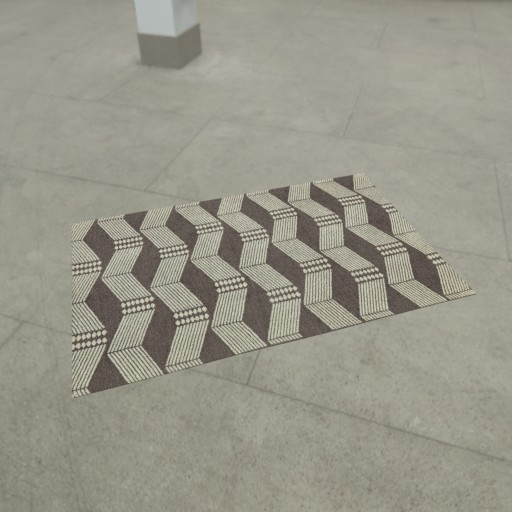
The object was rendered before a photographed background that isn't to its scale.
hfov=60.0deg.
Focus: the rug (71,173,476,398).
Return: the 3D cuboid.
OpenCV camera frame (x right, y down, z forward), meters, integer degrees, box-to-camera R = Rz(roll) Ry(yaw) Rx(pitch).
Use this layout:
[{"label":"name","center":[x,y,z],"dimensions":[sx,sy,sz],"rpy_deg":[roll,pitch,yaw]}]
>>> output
[{"label":"rug","center":[0.000,0.000,3.063],"dimensions":[2.435,0.011,1.517],"rpy_deg":[-12,43,-13]}]
